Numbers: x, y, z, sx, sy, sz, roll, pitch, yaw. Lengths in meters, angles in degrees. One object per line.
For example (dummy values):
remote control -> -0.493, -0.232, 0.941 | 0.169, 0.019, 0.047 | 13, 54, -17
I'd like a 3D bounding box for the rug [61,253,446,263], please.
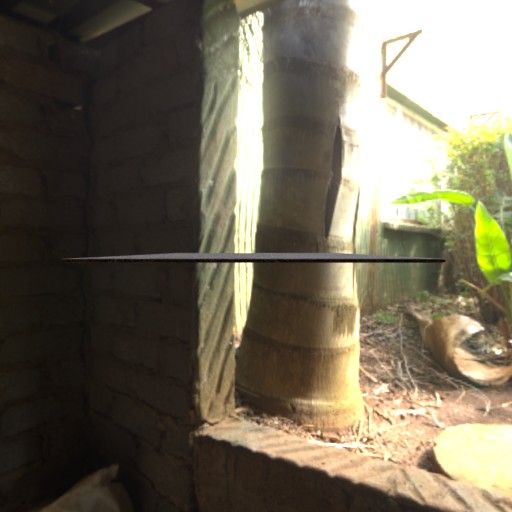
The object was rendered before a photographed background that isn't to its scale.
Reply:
rug -> 0.000, 0.000, 2.182 | 1.158, 0.013, 1.752 | 0, 1, 0
